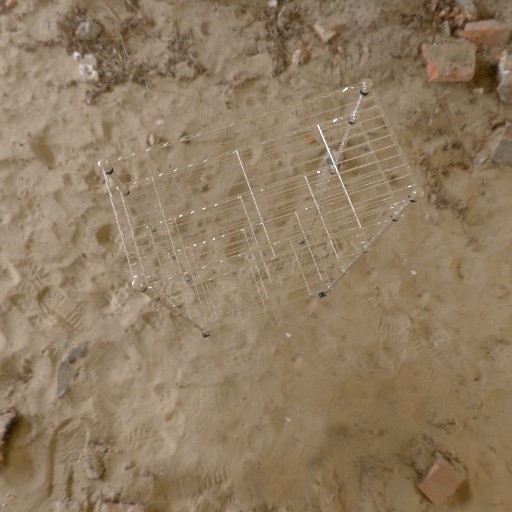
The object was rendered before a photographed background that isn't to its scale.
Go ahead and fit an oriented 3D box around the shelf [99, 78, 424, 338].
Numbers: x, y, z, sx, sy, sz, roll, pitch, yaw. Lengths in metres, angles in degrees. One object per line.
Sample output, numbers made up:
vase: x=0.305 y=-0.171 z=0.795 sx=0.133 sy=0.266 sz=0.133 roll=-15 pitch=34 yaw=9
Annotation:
shelf: x=0.000 y=0.000 z=1.870 sx=0.762 sy=1.587 sz=0.356 roll=-18 pitch=77 yaw=-5
